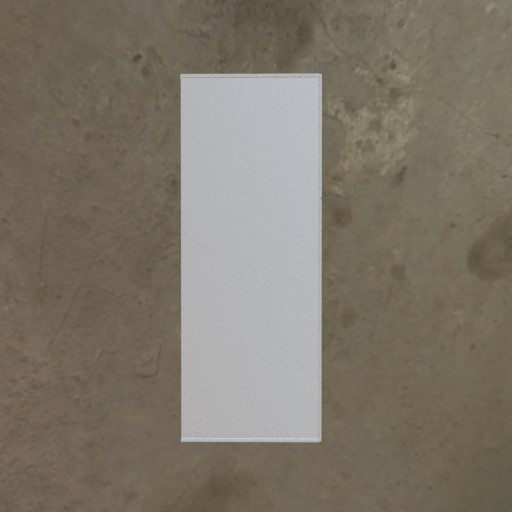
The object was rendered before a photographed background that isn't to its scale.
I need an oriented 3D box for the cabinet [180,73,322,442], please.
[{"bbox_3d":[0.000,0.000,2.508,0.510,1.910,1.290,0,91,1],"label":"cabinet"}]
